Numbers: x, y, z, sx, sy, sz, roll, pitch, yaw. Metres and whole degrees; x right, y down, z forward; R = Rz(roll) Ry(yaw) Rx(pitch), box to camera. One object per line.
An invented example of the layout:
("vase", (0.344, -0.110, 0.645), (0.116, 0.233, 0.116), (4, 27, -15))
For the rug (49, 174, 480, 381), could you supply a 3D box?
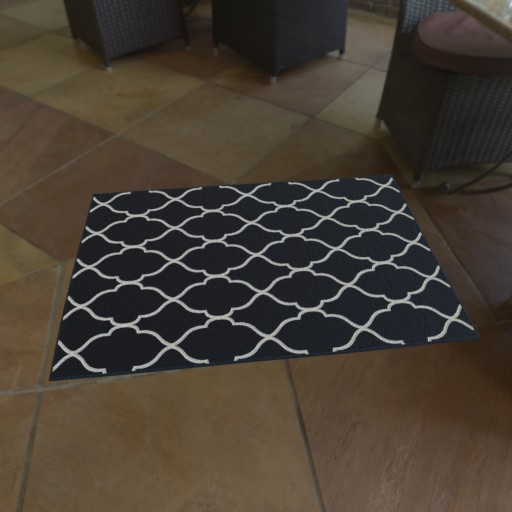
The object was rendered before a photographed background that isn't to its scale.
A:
("rug", (0.000, 0.000, 2.839), (2.290, 0.014, 1.526), (-5, 46, -4))
